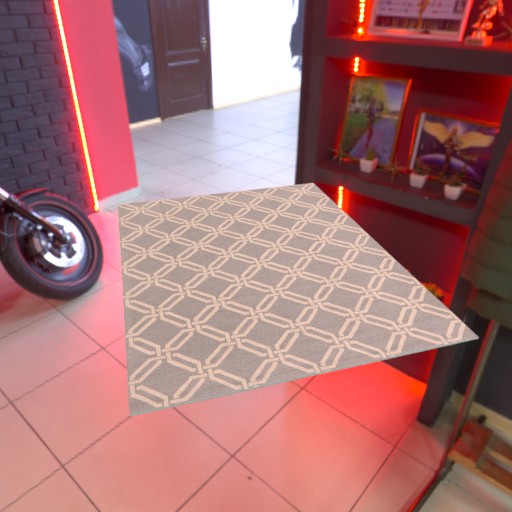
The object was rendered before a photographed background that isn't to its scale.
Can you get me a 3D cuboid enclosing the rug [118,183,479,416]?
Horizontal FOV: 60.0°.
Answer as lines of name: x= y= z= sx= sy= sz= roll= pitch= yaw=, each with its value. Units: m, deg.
rug: x=0.000 y=0.000 z=3.896 sx=2.288 sy=0.018 sz=2.895 roll=-9 pitch=32 yaw=-14
